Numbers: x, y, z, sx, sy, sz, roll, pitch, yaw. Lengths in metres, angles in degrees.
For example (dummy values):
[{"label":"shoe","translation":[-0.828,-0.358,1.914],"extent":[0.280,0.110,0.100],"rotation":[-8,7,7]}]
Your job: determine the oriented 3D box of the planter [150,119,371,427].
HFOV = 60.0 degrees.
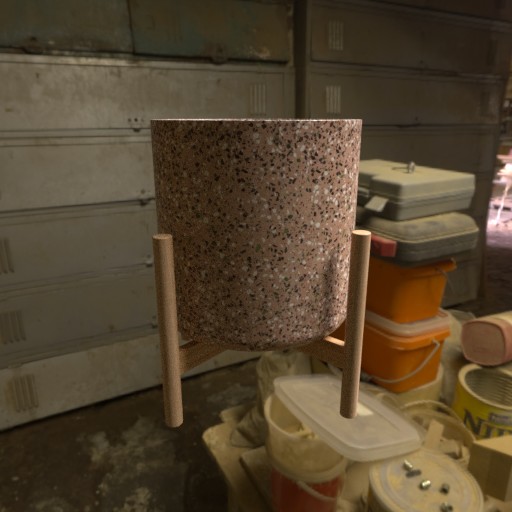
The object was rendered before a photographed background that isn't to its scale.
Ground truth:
[{"label":"planter","translation":[0.000,0.000,0.712],"extent":[0.360,0.419,0.360],"rotation":[-9,19,-25]}]
